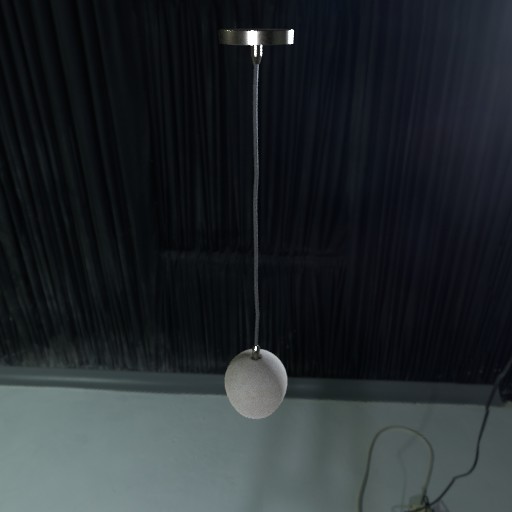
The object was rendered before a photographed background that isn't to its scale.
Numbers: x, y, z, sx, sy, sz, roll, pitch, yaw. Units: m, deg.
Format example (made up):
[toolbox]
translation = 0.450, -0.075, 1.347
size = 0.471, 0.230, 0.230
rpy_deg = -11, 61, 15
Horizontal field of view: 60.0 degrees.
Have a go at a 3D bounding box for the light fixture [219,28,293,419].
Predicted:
[light fixture]
translation = 0.000, 0.000, 0.839
size = 0.139, 0.764, 0.139
rpy_deg = -1, 28, -1
